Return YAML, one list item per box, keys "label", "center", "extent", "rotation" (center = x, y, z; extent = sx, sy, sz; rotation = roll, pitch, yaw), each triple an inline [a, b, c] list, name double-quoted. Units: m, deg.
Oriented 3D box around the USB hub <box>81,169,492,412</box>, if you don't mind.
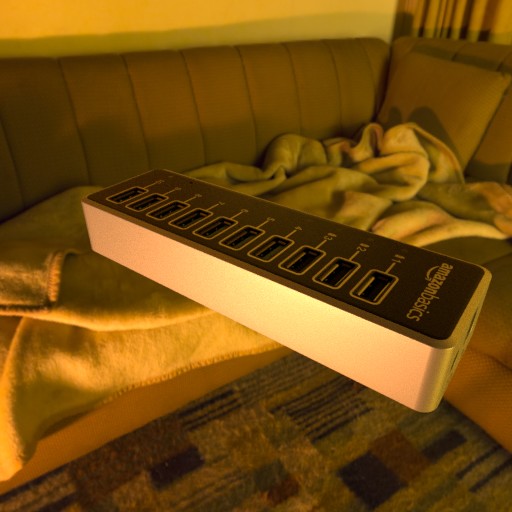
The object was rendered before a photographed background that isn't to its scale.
- label: "USB hub"
  center: [0.000, 0.000, 0.159]
  extent: [0.145, 0.023, 0.044]
  rotation: [21, 37, 31]
